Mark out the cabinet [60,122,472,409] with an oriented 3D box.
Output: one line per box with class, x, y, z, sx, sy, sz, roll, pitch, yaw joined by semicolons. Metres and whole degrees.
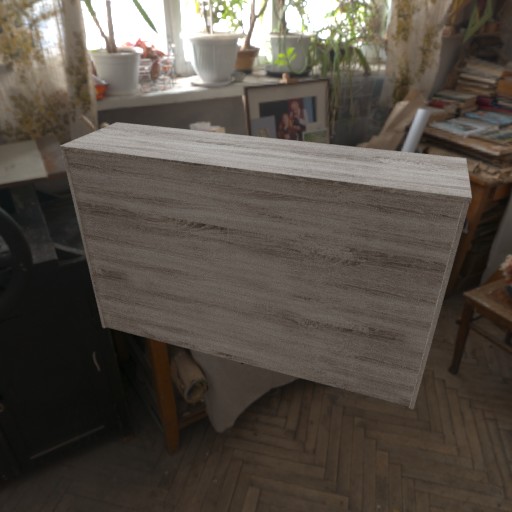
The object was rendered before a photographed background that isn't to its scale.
cabinet;0.000;0.000;1.863;1.450;0.900;0.380;11;33;17
